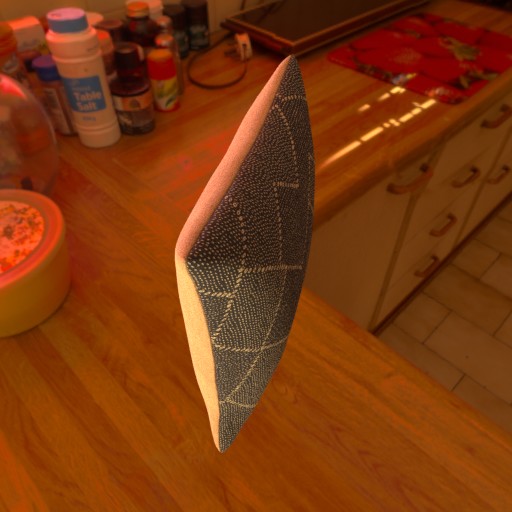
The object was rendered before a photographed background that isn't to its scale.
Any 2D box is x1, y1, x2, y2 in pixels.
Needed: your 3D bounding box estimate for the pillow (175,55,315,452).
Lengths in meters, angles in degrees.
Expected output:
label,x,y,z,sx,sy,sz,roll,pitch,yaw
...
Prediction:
label,x,y,z,sx,sy,sz,roll,pitch,yaw
pillow,0.000,0.000,0.664,0.148,0.428,0.435,11,48,10
